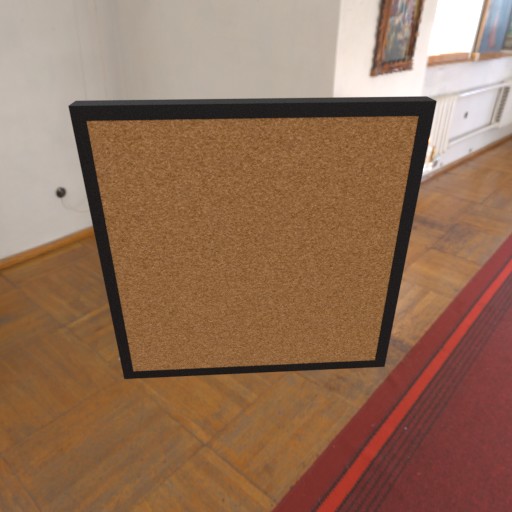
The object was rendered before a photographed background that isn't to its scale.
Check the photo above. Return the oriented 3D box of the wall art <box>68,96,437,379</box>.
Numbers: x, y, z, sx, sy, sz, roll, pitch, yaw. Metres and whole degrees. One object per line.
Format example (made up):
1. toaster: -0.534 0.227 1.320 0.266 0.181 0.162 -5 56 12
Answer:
1. wall art: 0.000 0.000 0.749 0.506 0.503 0.036 -2 30 -3
